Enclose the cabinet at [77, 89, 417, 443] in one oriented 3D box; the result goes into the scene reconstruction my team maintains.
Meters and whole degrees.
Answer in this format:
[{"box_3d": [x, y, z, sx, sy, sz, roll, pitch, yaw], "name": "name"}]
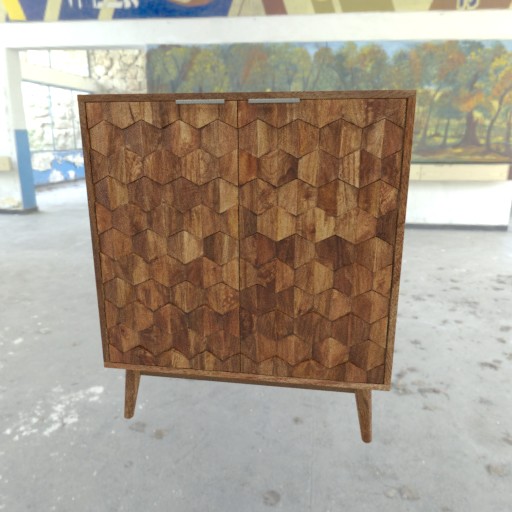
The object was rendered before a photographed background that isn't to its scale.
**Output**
[{"box_3d": [0.000, 0.000, 1.146, 0.647, 0.758, 0.473, 2, 15, 9], "name": "cabinet"}]
